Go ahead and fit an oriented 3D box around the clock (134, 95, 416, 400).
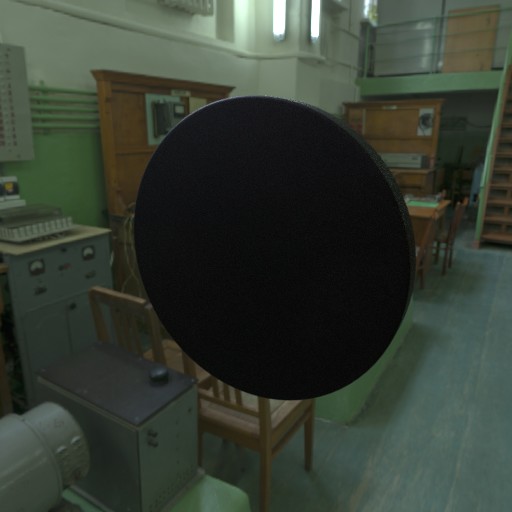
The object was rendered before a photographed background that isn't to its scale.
[{"bbox_3d":[0.000,0.000,0.461,0.314,0.314,0.029,9,18,28],"label":"clock"}]
